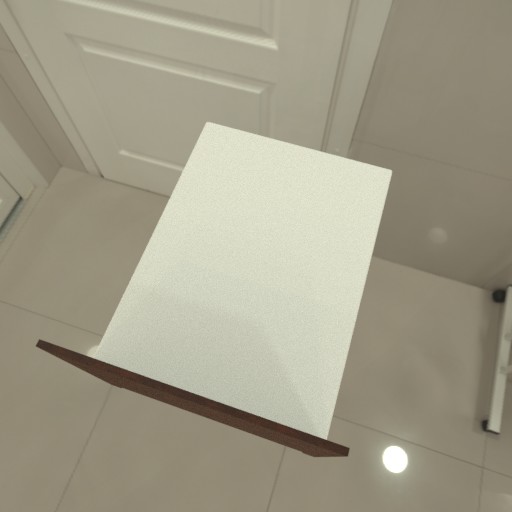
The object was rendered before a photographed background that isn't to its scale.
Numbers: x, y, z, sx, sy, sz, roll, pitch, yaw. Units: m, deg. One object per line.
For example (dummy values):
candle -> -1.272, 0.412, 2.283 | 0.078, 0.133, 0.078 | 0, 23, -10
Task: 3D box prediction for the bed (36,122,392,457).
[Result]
bed -> 0.000, 0.000, 3.120 | 1.600, 1.270, 2.184 | 17, 67, 7
